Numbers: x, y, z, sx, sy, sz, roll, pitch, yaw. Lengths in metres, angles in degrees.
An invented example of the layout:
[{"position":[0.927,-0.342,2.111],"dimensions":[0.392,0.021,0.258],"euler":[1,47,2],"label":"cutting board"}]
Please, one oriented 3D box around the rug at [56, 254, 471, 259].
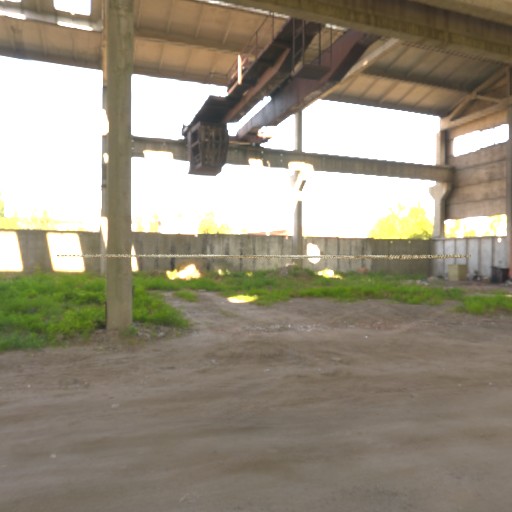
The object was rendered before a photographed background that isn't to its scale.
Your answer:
[{"position":[0.000,0.000,3.026],"dimensions":[2.431,0.025,1.530],"euler":[0,0,37],"label":"rug"}]
